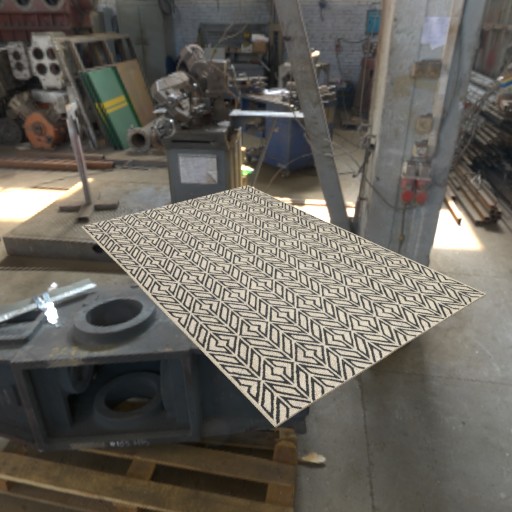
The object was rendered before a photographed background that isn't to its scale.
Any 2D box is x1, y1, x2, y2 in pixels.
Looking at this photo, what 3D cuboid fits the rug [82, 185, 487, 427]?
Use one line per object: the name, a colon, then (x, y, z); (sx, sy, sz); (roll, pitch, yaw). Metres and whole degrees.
rug: (0.000, 0.000, 2.311); (1.220, 0.007, 1.828); (-20, 34, -32)
